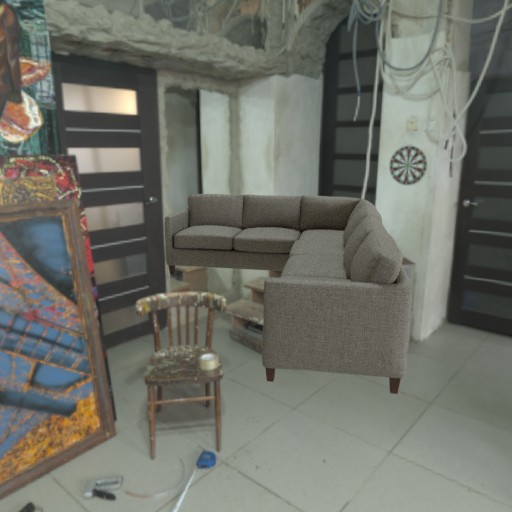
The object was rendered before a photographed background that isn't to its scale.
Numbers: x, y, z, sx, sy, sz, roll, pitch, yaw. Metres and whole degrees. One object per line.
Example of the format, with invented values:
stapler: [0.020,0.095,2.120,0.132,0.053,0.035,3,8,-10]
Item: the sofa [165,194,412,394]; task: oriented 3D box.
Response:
sofa: [0.000,0.000,4.465,2.593,0.947,3.302,3,14,11]
